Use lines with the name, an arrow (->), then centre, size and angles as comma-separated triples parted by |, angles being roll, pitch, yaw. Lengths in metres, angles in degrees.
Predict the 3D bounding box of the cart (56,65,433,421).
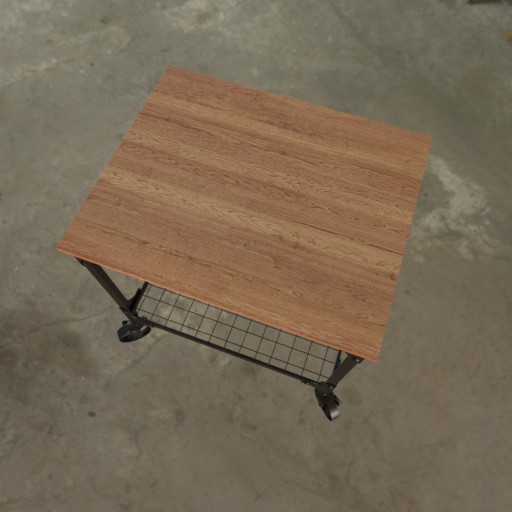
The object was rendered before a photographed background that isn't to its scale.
cart -> 0.000, 0.000, 1.118 | 0.666, 0.603, 0.558 | 18, 66, 8
